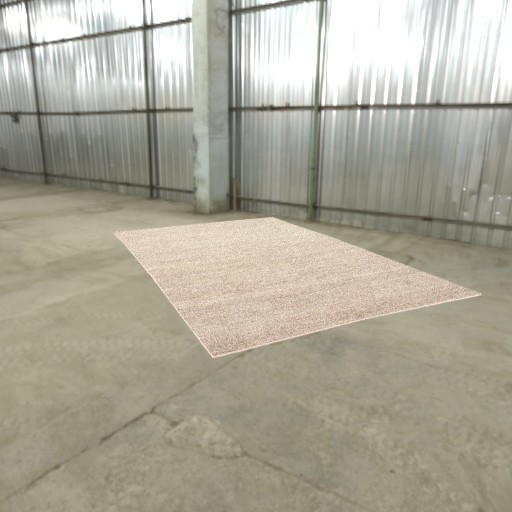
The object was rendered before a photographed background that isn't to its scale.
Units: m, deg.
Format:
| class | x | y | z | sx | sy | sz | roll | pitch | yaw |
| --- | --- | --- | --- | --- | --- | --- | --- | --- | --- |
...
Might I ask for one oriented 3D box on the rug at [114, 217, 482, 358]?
| class | x | y | z | sx | sy | sz | roll | pitch | yaw |
| --- | --- | --- | --- | --- | --- | --- | --- | --- | --- |
| rug | 0.000 | 0.000 | 2.300 | 1.154 | 0.021 | 1.792 | -8 | 18 | -25 |
